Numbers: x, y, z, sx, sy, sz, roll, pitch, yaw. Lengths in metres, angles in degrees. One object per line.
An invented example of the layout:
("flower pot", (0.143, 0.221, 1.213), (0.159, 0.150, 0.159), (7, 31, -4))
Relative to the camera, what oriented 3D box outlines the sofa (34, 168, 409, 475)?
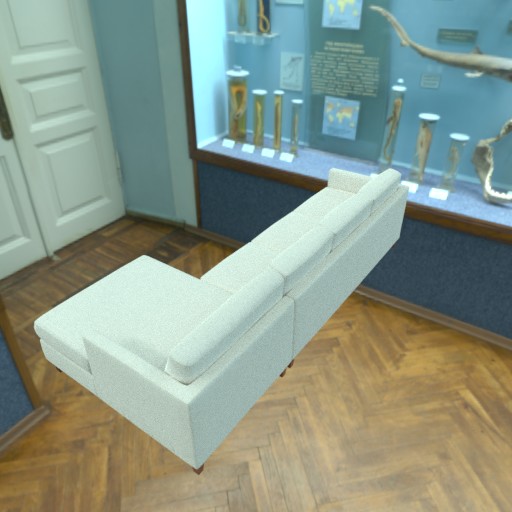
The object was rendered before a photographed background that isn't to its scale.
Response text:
("sofa", (0.000, 0.000, 4.061), (1.606, 0.954, 3.471), (21, 39, 29))
